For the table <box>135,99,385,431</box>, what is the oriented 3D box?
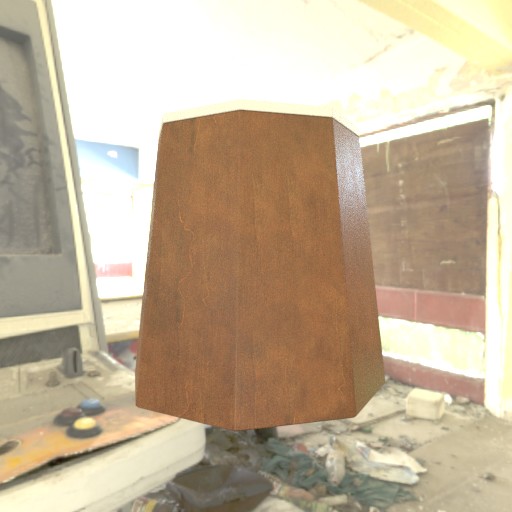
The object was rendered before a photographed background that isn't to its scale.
[{"bbox_3d":[0.000,0.000,0.818,0.439,0.457,0.439,-1,2,-17],"label":"table"}]
